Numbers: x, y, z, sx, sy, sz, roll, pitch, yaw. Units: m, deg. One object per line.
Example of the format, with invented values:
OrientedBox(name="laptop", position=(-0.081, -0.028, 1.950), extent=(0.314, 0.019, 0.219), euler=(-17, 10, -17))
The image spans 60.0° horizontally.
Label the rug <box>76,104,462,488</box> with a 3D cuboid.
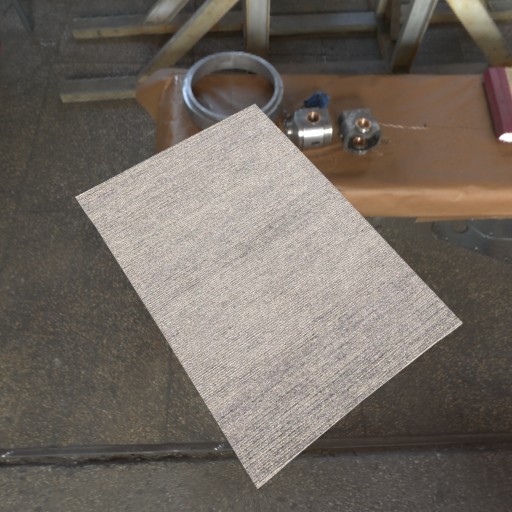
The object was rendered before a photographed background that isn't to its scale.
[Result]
OrientedBox(name="rug", position=(0.000, 0.000, 3.017), extent=(1.604, 0.030, 2.307), euler=(-32, 68, -15))
